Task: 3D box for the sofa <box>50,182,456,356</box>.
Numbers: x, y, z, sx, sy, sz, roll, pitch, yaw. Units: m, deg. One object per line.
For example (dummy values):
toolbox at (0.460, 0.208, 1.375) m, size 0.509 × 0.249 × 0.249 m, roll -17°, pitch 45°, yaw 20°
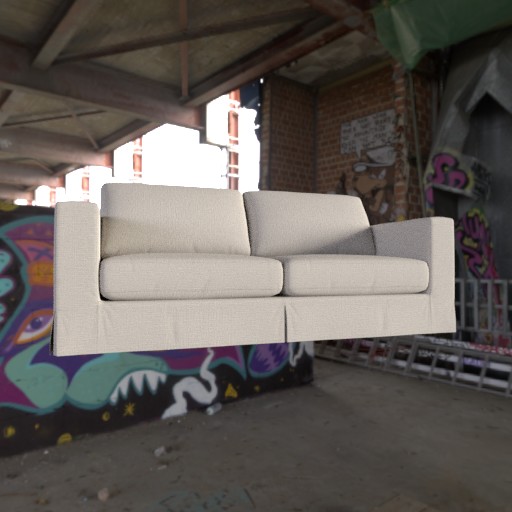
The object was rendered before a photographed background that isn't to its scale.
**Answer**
sofa at (0.000, 0.000, 2.665) m, size 2.163 × 0.881 × 0.954 m, roll 0°, pitch -1°, yaw -19°
